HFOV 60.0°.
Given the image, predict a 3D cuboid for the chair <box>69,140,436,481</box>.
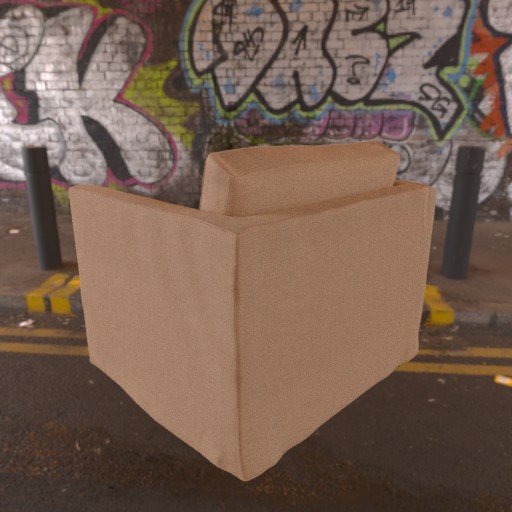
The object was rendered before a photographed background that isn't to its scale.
[{"bbox_3d":[0.000,0.000,1.713,1.057,0.867,0.949,-16,24,-42],"label":"chair"}]
